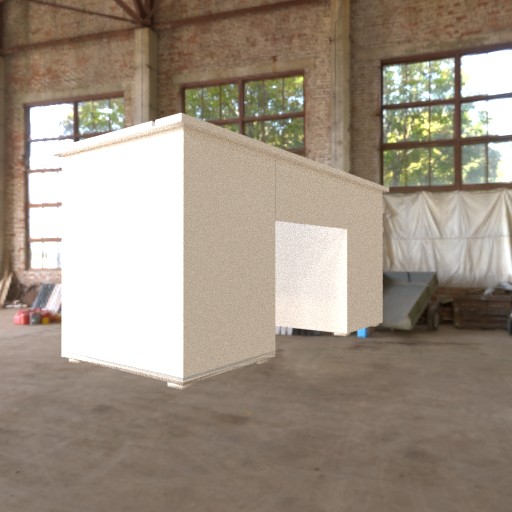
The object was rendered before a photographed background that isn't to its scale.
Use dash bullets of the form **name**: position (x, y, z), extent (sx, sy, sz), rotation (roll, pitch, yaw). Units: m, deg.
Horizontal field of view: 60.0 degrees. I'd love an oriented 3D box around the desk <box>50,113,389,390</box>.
- **desk**: position (0.000, 0.000, 2.021), extent (0.670, 0.760, 1.580), rotation (0, 0, 36)
